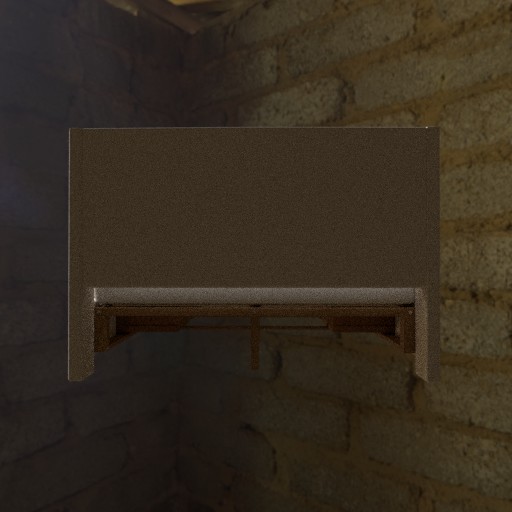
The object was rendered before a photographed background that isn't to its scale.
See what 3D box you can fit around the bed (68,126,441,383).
[{"bbox_3d":[0.000,0.000,3.679,2.145,1.471,2.293,0,-1,1],"label":"bed"}]
